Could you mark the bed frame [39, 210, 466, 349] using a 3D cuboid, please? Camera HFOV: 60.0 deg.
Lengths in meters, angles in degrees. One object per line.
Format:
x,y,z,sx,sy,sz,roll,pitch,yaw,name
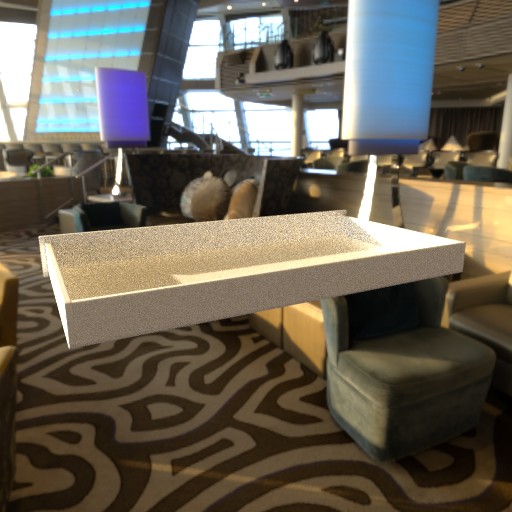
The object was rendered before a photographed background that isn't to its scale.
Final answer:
0.000,0.000,1.516,1.300,0.141,0.670,-7,16,-27,bed frame
